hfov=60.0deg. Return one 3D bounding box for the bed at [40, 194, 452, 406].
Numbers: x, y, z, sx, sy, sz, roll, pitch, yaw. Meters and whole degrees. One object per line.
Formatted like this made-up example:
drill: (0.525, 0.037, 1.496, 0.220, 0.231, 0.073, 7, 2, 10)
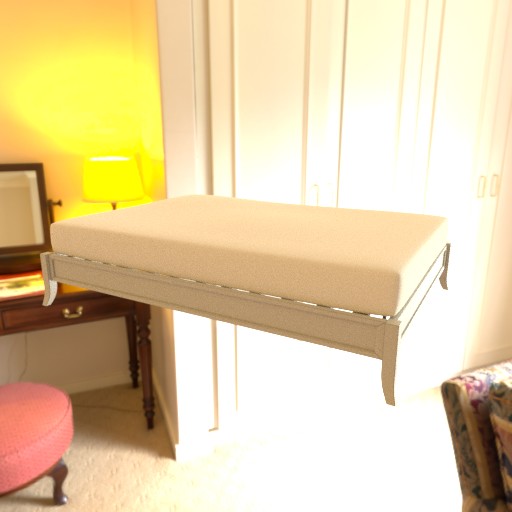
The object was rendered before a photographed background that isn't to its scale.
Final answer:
bed: (0.000, 0.000, 2.608, 1.985, 0.510, 1.460, 9, 17, 29)
